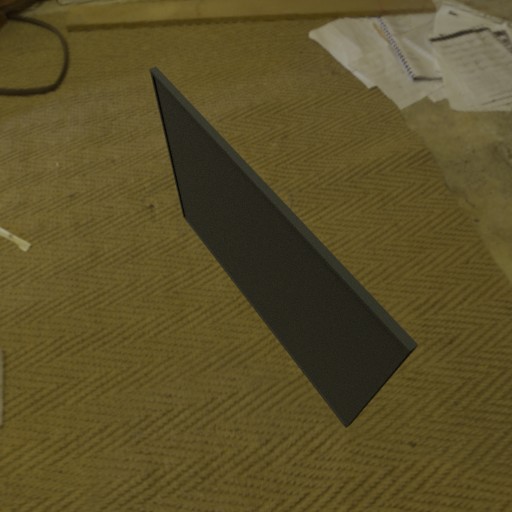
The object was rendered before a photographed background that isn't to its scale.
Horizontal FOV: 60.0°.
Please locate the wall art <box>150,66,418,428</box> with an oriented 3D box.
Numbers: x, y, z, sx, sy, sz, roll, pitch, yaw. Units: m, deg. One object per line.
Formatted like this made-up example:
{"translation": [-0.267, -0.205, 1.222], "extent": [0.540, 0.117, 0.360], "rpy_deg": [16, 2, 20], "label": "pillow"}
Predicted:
{"translation": [0.000, 0.000, 1.553], "extent": [0.028, 0.805, 1.190], "rpy_deg": [-31, 63, -18], "label": "wall art"}
